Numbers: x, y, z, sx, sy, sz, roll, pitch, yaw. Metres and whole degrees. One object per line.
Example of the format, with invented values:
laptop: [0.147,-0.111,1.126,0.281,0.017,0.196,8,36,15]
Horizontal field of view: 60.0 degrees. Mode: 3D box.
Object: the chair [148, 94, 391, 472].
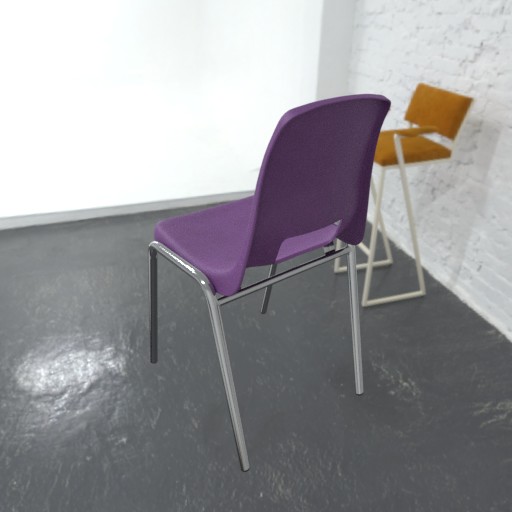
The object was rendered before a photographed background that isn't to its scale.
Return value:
chair: [0.000,0.000,0.941,0.381,0.704,0.432,-20,35,-31]
